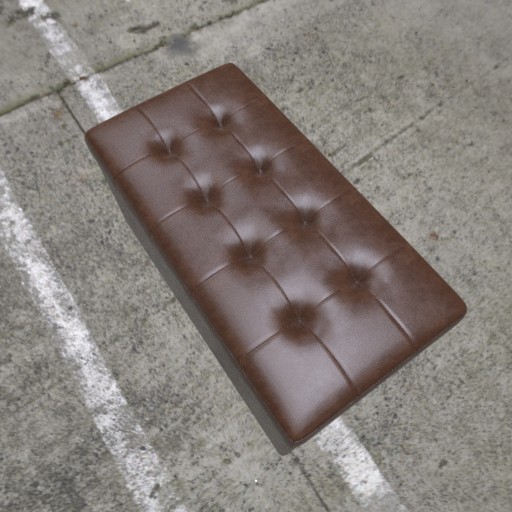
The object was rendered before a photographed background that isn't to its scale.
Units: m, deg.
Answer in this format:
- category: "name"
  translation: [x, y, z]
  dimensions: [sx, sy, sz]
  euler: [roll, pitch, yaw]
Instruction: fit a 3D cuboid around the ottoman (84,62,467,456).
- category: "ottoman"
  translation: [0.000, 0.000, 1.126]
  dimensions: [0.432, 0.470, 0.838]
  euler: [-32, 67, -15]
